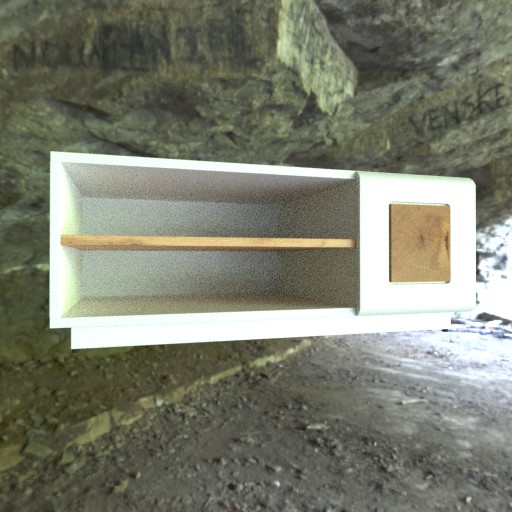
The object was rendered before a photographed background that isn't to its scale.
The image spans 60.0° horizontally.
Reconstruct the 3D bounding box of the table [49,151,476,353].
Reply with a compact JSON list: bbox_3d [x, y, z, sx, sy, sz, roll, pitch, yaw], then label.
[{"bbox_3d":[0.000,0.000,1.386,1.097,0.442,0.639,0,-1,-17],"label":"table"}]
